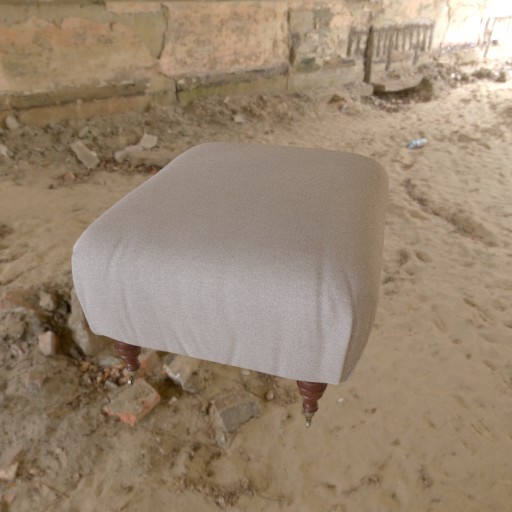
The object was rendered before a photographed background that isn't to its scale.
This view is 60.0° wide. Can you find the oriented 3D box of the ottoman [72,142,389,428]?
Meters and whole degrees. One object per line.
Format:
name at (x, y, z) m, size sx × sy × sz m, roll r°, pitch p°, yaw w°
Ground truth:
ottoman at (0.000, 0.000, 1.160) m, size 0.622 × 0.450 × 0.746 m, roll 9°, pitch 32°, yaw 14°
